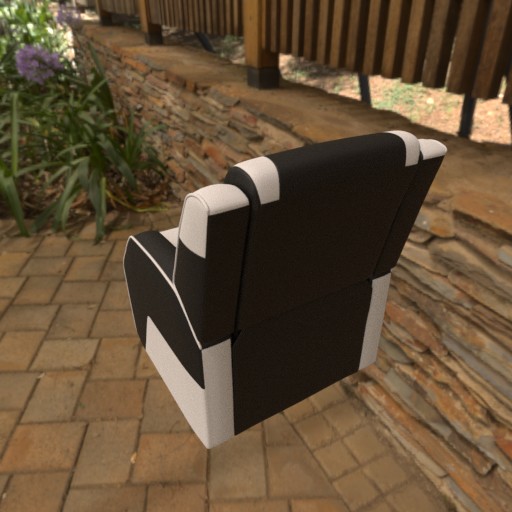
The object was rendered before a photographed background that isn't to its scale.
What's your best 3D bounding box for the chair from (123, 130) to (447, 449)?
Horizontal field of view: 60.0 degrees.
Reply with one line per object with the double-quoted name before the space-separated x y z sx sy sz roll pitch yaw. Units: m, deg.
"chair" 0.000 0.000 1.282 0.620 0.805 0.672 -18 35 -27
